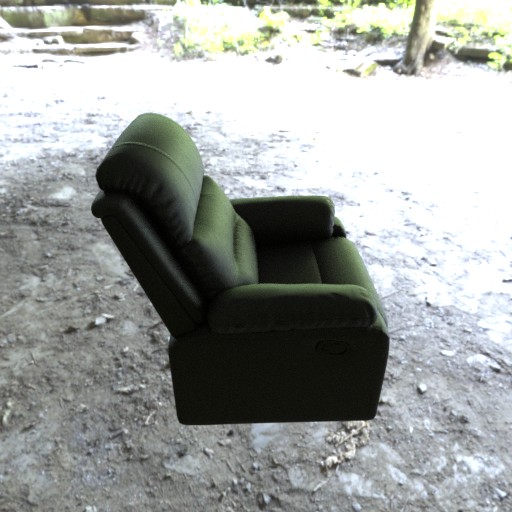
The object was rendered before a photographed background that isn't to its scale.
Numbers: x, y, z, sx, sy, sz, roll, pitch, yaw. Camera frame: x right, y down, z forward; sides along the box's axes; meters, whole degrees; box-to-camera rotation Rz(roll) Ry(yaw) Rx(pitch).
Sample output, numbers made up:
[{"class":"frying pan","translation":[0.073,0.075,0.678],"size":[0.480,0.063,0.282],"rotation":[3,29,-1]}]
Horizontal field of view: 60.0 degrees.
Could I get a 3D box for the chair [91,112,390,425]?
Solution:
[{"class":"chair","translation":[0.000,0.000,1.668],"size":[0.919,0.992,0.855],"rotation":[-1,31,-1]}]
